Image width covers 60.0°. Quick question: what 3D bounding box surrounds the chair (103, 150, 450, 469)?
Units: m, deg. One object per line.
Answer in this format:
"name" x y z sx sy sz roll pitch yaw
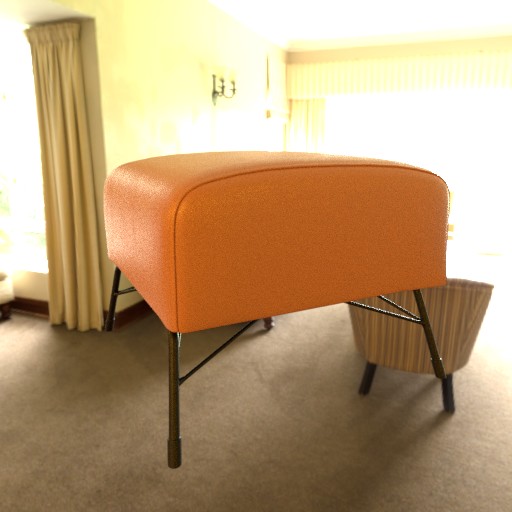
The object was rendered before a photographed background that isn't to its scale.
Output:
"chair" 0.000 0.000 0.884 0.530 0.410 0.530 -7 15 -27
